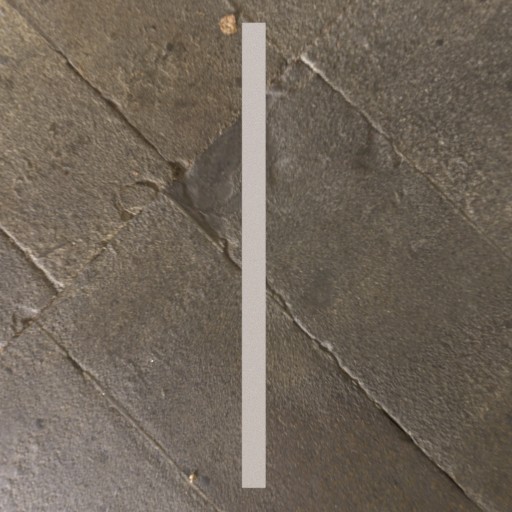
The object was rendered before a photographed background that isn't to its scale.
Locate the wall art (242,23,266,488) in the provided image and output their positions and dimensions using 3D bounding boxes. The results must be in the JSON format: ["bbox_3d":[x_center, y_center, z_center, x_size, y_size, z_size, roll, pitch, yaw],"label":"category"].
[{"bbox_3d":[0.000,0.000,0.812,0.028,0.559,0.559,0,90,1],"label":"wall art"}]
